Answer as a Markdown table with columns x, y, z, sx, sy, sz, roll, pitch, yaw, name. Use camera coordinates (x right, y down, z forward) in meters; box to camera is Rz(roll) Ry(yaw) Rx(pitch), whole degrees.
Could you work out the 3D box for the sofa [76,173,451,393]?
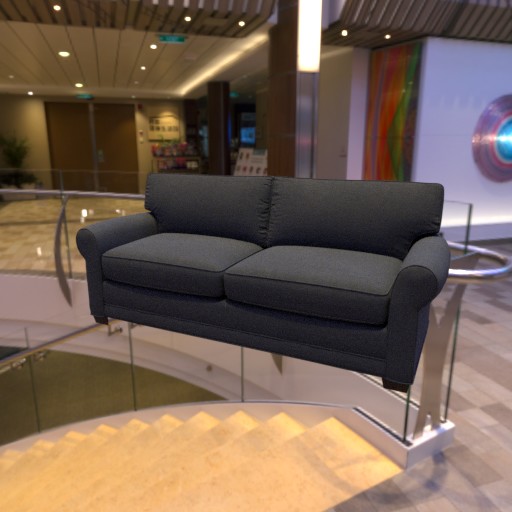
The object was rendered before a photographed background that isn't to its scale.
| x | y | z | sx | sy | sz | roll | pitch | yaw | name |
| --- | --- | --- | --- | --- | --- | --- | --- | --- | --- |
| 0.000 | 0.000 | 2.981 | 2.391 | 1.026 | 0.954 | 7 | 16 | 25 | sofa |
